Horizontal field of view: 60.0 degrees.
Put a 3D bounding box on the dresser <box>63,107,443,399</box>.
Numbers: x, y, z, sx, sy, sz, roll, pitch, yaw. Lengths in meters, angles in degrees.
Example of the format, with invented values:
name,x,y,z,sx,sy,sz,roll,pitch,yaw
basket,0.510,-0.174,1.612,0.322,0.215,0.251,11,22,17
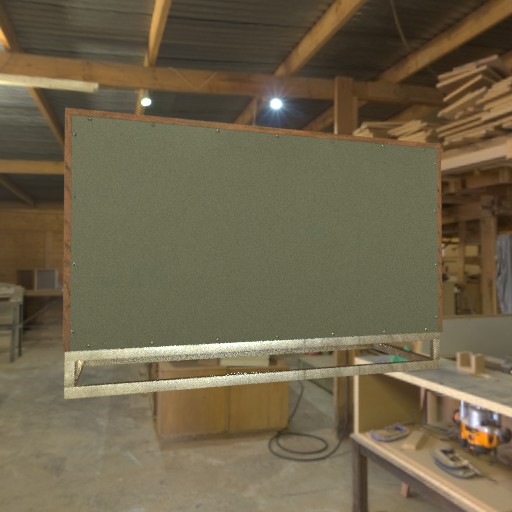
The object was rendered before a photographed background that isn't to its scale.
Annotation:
name,x,y,z,sx,sy,sz,roll,pitch,yaw
dresser,0.000,0.000,2.142,1.646,1.061,0.623,0,-1,-17
